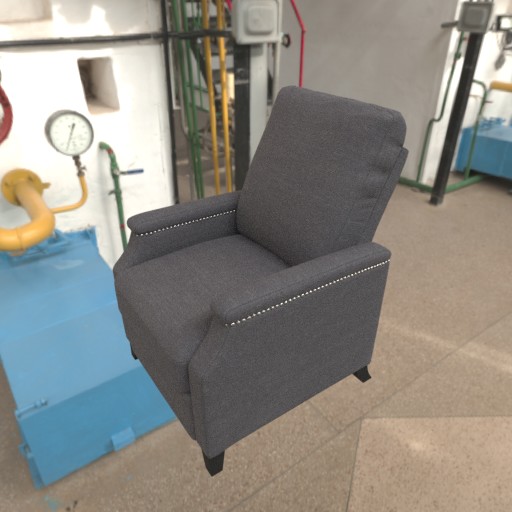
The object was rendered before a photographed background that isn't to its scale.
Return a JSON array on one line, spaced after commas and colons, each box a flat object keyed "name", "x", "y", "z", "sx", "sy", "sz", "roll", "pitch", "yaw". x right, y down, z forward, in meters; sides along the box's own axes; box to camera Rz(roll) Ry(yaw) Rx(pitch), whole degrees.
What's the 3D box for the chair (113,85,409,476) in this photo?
[{"name": "chair", "x": 0.000, "y": 0.000, "z": 1.612, "sx": 0.922, "sy": 1.049, "sz": 0.710, "roll": -20, "pitch": 36, "yaw": -30}]
